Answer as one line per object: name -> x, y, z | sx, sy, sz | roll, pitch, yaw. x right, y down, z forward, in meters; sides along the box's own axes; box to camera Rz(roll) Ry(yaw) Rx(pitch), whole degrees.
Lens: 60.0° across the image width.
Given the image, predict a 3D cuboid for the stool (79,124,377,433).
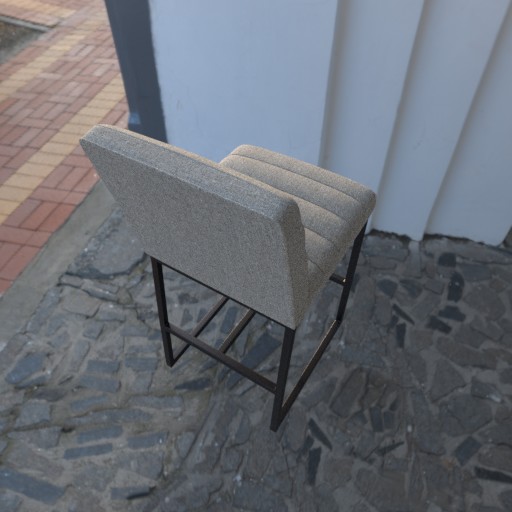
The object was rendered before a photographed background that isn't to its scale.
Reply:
stool -> 0.000, 0.000, 1.242 | 0.460, 0.940, 0.560 | 25, 52, 21
